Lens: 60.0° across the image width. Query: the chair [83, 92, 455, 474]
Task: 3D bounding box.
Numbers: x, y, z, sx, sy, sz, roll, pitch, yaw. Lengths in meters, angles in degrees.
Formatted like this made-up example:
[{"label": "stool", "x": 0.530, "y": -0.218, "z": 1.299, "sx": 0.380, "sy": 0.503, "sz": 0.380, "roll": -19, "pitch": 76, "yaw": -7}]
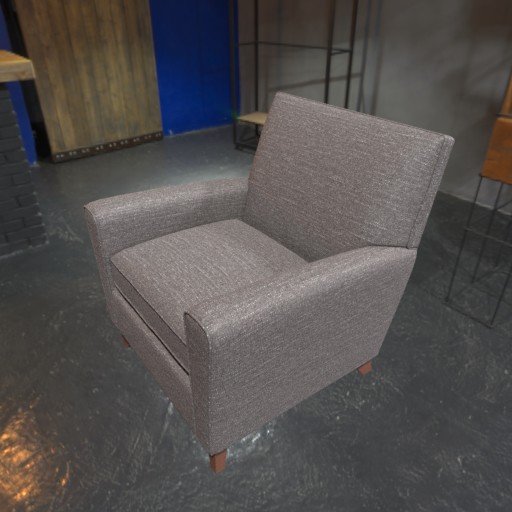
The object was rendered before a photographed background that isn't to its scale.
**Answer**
[{"label": "chair", "x": 0.000, "y": 0.000, "z": 1.542, "sx": 0.875, "sy": 0.885, "sz": 0.838, "roll": -21, "pitch": 37, "yaw": -31}]
